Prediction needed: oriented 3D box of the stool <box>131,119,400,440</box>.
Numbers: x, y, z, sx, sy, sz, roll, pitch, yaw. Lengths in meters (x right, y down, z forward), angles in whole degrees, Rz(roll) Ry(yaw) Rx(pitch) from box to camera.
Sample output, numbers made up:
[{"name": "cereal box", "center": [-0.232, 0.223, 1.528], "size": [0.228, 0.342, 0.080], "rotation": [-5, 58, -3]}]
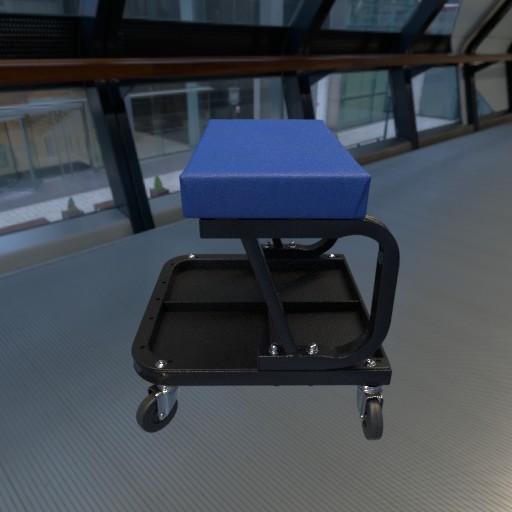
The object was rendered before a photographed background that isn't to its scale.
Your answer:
[{"name": "stool", "center": [0.000, 0.000, 0.728], "size": [0.371, 0.380, 0.446], "rotation": [0, 26, 0]}]
